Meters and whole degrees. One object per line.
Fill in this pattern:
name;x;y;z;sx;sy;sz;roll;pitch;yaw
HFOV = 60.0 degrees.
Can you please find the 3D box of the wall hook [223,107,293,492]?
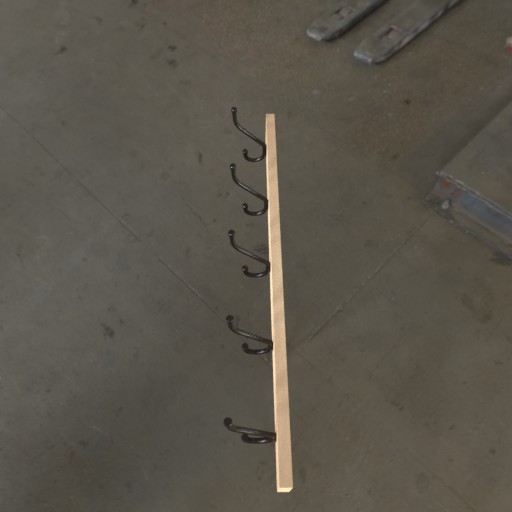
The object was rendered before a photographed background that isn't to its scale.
wall hook;0.000;0.000;0.614;0.071;0.117;0.571;-1;58;0
